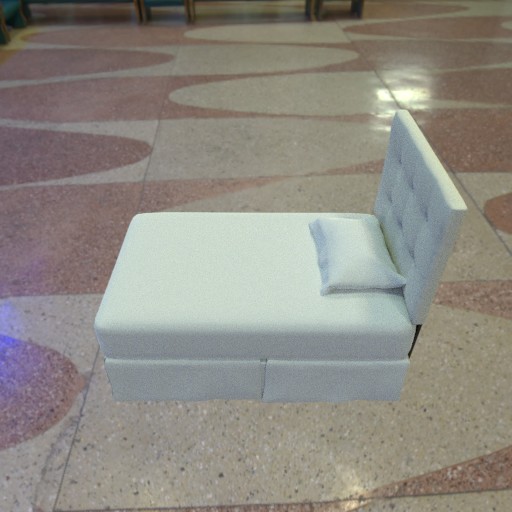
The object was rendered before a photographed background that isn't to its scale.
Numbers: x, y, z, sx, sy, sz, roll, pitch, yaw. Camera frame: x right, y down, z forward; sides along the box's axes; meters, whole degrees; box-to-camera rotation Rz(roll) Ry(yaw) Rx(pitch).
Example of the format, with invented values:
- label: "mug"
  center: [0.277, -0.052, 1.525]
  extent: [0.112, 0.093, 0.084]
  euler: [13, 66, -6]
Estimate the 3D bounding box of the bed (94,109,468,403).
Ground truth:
- label: "bed"
  center: [0.000, 0.000, 2.972]
  extent: [1.997, 1.571, 1.261]
  euler: [0, 41, 0]
